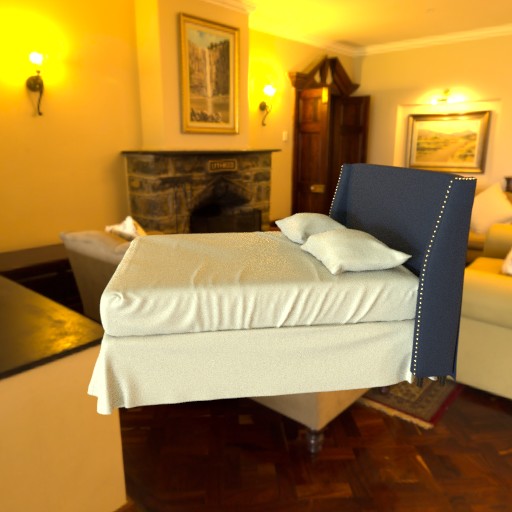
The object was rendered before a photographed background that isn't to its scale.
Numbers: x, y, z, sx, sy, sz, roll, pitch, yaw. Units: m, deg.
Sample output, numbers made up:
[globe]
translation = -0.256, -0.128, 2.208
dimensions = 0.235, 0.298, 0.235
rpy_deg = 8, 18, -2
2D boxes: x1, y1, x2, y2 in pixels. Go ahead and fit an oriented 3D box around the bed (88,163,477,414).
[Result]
[bed]
translation = 0.000, 0.000, 3.396
dimensions = 2.276, 1.332, 1.925
rpy_deg = -2, 14, -8
